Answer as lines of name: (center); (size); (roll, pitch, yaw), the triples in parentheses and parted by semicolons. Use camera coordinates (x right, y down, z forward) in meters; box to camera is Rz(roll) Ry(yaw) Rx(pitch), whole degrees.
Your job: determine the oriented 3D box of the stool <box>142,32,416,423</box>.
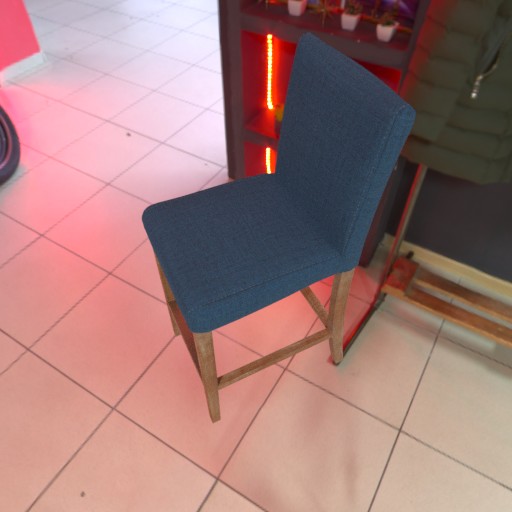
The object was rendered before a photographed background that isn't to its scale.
stool: (0.000, 0.000, 1.361); (0.574, 1.088, 0.454); (-20, 51, -17)
